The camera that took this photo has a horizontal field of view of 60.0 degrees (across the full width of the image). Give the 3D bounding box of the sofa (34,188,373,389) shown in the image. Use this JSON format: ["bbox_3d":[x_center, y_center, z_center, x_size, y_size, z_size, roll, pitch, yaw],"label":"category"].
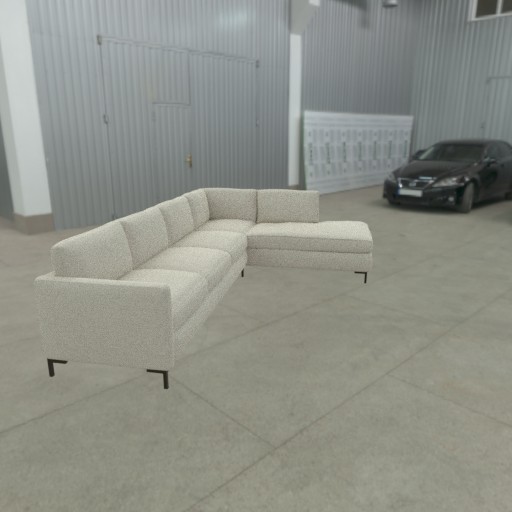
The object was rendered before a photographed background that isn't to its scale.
[{"bbox_3d":[0.000,0.000,3.721,2.007,0.815,2.949,3,16,10],"label":"sofa"}]
